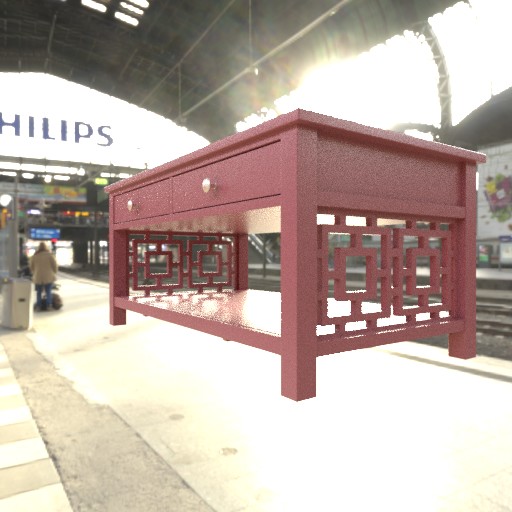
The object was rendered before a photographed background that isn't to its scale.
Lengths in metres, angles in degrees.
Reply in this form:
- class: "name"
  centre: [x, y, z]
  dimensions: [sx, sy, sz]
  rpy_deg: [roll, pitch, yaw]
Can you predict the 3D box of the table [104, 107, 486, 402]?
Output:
- class: "table"
  centre: [0.000, 0.000, 1.334]
  dimensions: [0.612, 0.493, 1.068]
  rpy_deg: [0, 0, -35]
